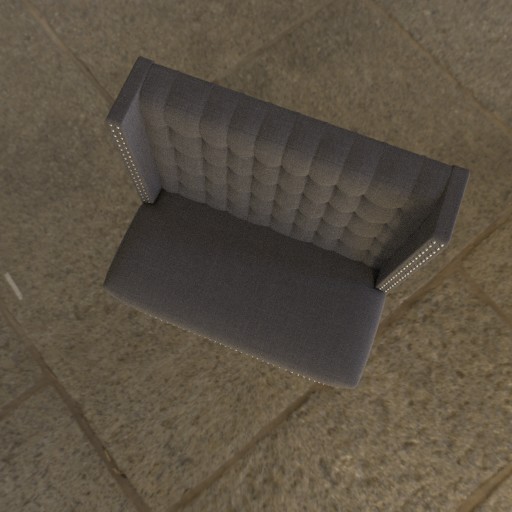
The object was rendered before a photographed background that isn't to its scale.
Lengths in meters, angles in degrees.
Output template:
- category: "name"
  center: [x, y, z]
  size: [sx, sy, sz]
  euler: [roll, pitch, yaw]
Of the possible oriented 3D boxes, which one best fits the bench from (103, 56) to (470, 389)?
- category: "bench"
  center: [0.000, 0.000, 2.009]
  size: [1.276, 1.121, 0.842]
  euler: [21, 77, 5]
